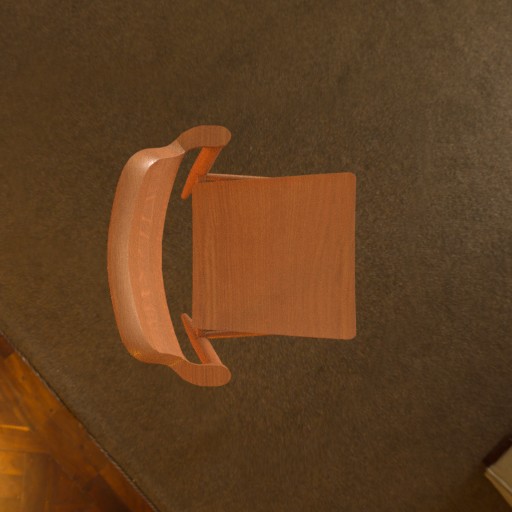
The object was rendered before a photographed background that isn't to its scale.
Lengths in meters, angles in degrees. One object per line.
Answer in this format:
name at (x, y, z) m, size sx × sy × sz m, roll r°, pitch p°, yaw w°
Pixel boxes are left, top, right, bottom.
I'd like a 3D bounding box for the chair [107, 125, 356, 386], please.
chair at (0.000, 0.000, 1.121) m, size 0.499 × 0.801 × 0.496 m, roll 0°, pitch 90°, yaw -1°
